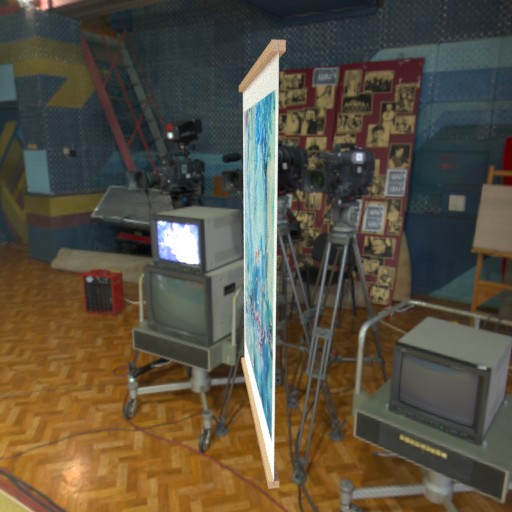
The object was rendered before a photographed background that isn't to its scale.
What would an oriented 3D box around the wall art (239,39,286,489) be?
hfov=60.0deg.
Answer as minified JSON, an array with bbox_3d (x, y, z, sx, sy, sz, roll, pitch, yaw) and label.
[{"bbox_3d":[0.000,0.000,0.777,0.016,0.611,0.401,-2,14,-7],"label":"wall art"}]
